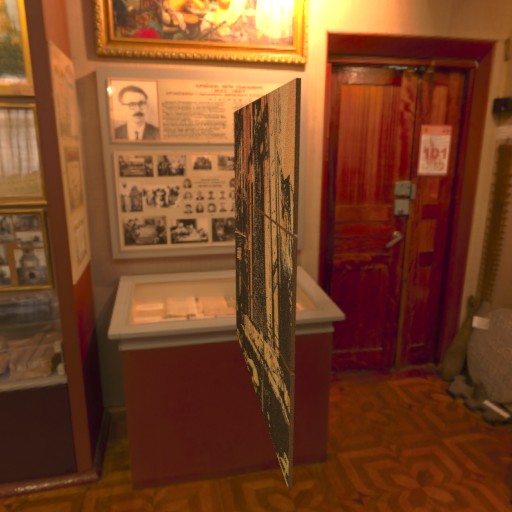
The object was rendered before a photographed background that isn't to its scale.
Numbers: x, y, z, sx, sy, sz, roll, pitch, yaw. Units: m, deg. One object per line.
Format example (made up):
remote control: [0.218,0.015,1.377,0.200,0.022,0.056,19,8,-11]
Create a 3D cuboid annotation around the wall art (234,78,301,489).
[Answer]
wall art: [0.000,0.000,1.383,0.010,0.917,0.919,-2,14,-10]
